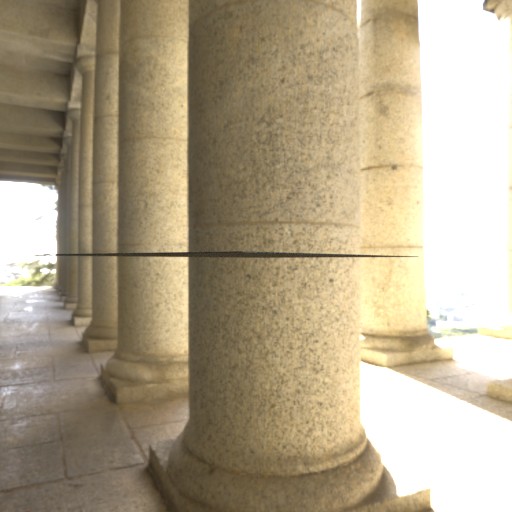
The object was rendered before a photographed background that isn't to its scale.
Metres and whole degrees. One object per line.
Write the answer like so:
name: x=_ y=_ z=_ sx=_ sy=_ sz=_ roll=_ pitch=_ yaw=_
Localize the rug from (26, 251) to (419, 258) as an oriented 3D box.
rug: x=0.000 y=0.000 z=4.276 sx=2.190 sy=0.008 sz=3.371 roll=0 pitch=-1 yaw=35
